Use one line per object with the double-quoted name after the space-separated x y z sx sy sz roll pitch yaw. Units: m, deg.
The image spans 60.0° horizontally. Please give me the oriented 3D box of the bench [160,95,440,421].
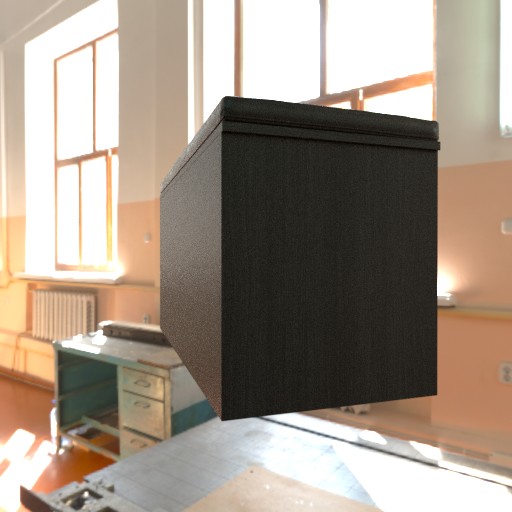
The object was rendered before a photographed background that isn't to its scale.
0.000 0.000 1.160 0.401 0.501 0.905 0 0 -18 "bench"
